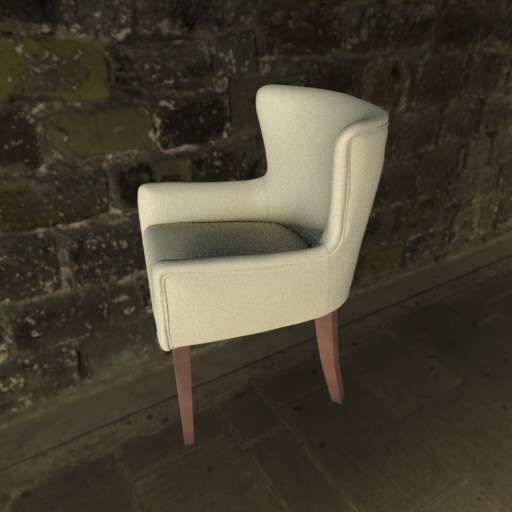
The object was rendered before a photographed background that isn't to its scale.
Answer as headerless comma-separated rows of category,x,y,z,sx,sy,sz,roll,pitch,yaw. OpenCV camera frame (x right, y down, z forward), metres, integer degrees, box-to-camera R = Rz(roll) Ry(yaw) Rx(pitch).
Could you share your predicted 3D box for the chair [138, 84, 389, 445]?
chair,0.000,0.000,1.425,0.686,0.952,0.660,-8,30,-14
